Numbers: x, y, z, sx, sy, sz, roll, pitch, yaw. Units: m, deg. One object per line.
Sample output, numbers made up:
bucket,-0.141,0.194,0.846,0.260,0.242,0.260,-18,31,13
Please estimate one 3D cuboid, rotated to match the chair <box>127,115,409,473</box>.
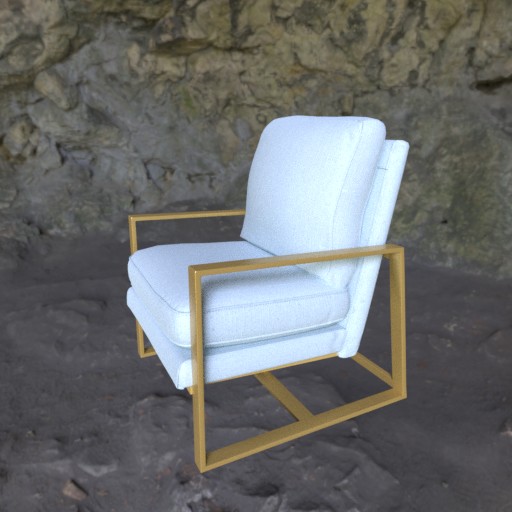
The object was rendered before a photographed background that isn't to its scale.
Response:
chair,0.000,0.000,1.573,0.813,0.956,0.758,-8,19,-26
